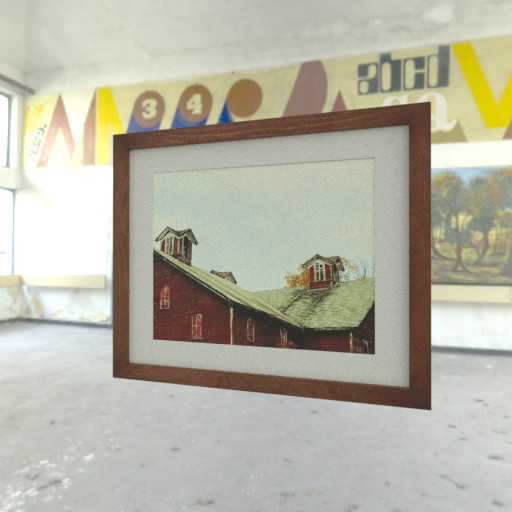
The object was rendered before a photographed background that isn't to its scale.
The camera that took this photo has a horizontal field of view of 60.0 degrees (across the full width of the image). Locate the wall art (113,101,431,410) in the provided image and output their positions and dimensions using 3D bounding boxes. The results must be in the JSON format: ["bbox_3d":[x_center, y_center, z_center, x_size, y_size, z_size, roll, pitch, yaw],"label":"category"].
[{"bbox_3d":[0.000,0.000,0.761,0.558,0.457,0.033,0,0,19],"label":"wall art"}]
